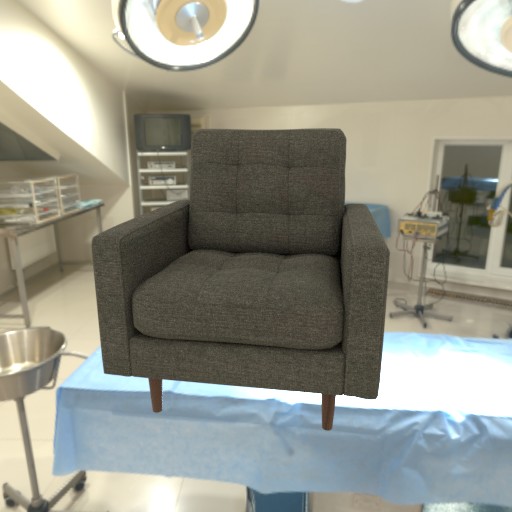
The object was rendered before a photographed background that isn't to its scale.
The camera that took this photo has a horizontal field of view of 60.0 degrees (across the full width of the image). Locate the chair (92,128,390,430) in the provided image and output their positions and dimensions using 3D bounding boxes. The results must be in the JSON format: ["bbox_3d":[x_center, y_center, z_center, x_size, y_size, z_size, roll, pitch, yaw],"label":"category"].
[{"bbox_3d":[0.000,0.000,1.575,0.821,0.880,0.843,2,15,9],"label":"chair"}]
